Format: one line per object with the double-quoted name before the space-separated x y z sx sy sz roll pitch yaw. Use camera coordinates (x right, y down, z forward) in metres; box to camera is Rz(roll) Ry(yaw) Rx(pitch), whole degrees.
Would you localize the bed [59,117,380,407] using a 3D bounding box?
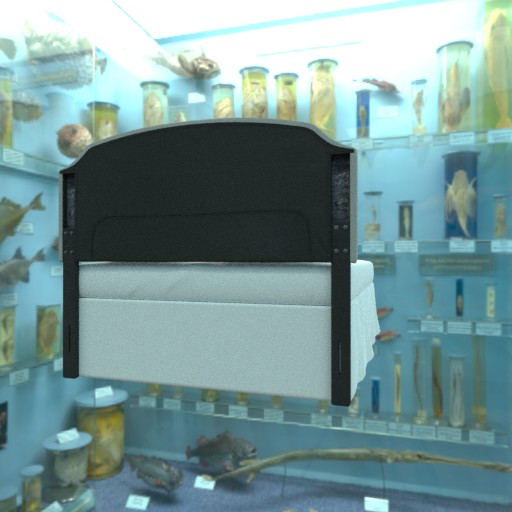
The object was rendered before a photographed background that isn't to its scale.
"bed" 0.000 0.000 3.019 1.558 1.270 1.999 0 0 18
